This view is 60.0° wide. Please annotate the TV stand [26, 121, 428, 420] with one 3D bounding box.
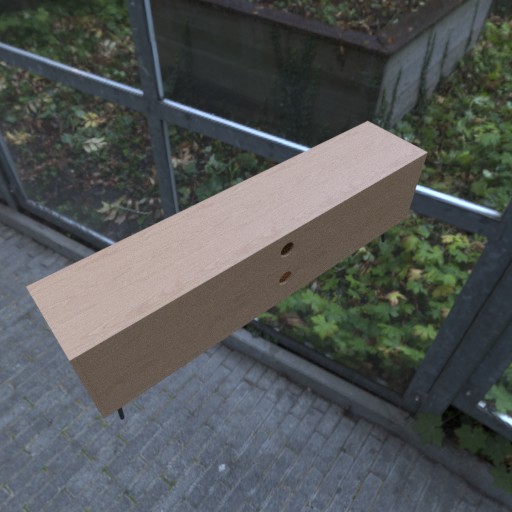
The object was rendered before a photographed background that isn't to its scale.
[{"bbox_3d":[0.000,0.000,2.025,1.760,0.580,0.400,-30,53,-26],"label":"TV stand"}]
